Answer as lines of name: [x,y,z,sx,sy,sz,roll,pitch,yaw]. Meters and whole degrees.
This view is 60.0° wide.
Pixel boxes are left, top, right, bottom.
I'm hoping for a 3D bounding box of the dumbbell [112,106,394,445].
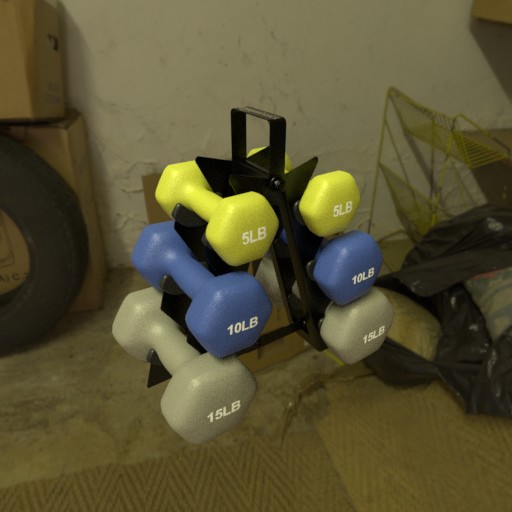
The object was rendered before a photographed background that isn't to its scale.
dumbbell: [0.000,0.000,0.678,0.416,0.426,0.261,-18,34,-29]
